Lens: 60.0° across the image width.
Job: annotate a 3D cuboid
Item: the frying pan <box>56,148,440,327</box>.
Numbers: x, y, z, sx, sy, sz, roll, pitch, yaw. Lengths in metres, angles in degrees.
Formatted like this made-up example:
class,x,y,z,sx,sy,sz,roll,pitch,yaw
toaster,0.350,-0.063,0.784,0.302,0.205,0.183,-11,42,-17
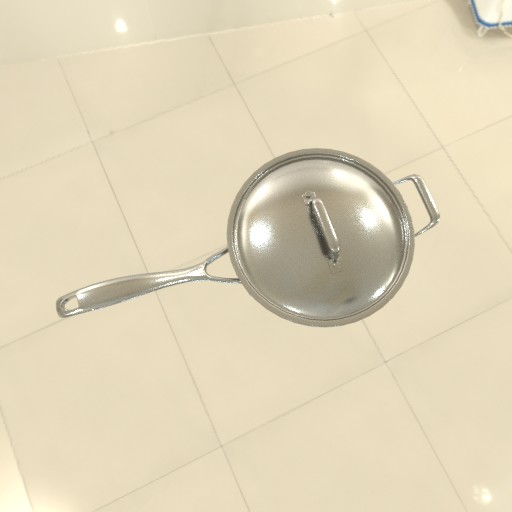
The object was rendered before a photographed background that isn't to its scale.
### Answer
class,x,y,z,sx,sy,sz,roll,pitch,yaw
frying pan,0.000,0.000,0.582,0.492,0.111,0.245,-18,75,-5
